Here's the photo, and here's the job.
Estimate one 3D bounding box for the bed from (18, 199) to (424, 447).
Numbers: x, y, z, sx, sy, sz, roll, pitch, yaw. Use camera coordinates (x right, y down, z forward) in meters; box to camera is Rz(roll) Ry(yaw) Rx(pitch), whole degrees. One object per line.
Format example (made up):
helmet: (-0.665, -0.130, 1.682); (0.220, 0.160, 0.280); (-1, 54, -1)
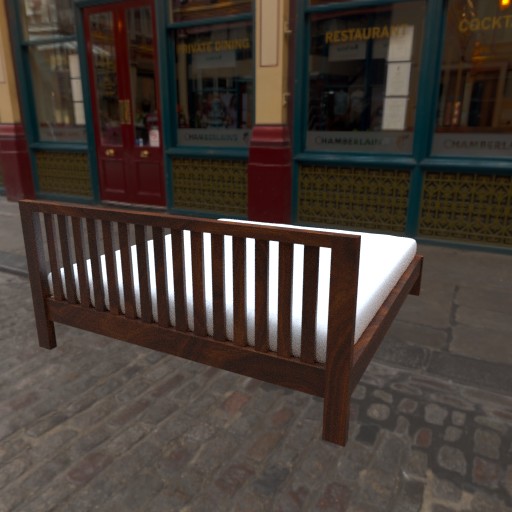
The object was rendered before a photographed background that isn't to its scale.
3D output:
bed: (0.000, 0.000, 3.008); (1.905, 0.890, 2.030); (8, 18, 27)
